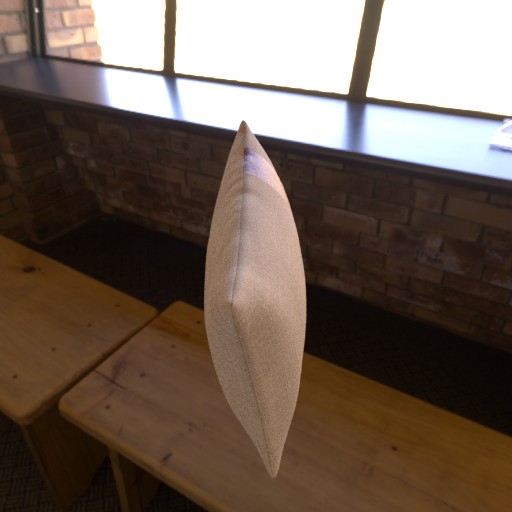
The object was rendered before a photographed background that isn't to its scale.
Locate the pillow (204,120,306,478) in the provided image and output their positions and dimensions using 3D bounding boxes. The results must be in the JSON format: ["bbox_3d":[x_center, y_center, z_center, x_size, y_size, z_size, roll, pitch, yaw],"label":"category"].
[{"bbox_3d":[0.000,0.000,0.741,0.155,0.282,0.612,0,33,0],"label":"pillow"}]
